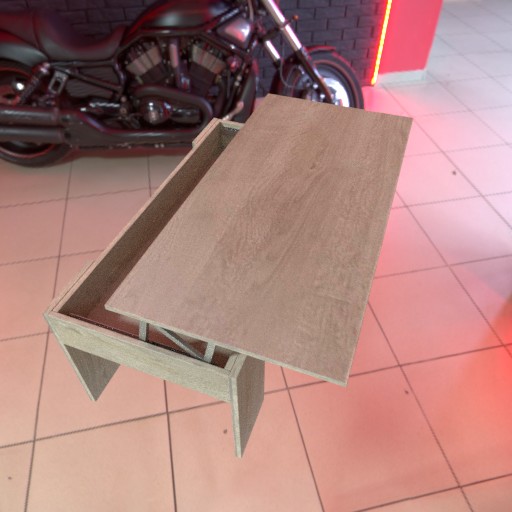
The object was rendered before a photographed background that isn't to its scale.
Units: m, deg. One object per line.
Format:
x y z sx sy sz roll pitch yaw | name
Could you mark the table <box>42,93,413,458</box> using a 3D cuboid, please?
0.000 0.000 1.390 0.711 0.570 1.000 15 47 14 | table
